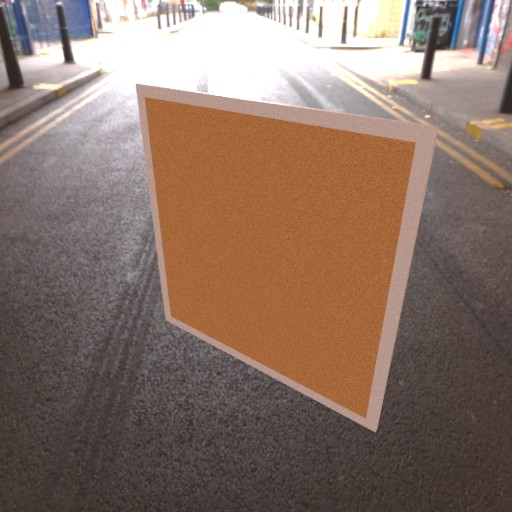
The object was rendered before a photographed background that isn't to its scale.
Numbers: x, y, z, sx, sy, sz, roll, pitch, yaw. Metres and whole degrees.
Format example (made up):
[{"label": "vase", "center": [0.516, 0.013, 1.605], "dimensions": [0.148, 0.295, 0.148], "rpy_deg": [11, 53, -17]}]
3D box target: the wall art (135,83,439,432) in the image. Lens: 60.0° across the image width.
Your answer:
[{"label": "wall art", "center": [0.000, 0.000, 1.207], "dimensions": [0.812, 0.813, 0.013], "rpy_deg": [20, 36, 31]}]
